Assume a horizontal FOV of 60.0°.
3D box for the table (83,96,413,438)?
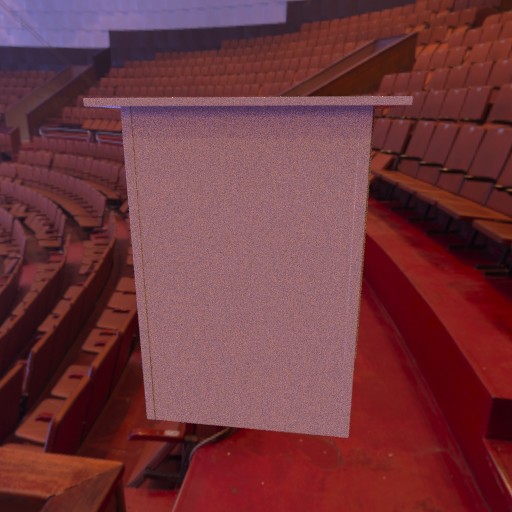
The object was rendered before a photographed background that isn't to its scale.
[{"bbox_3d":[0.000,0.000,1.080,0.589,0.711,0.406,2,17,8],"label":"table"}]
